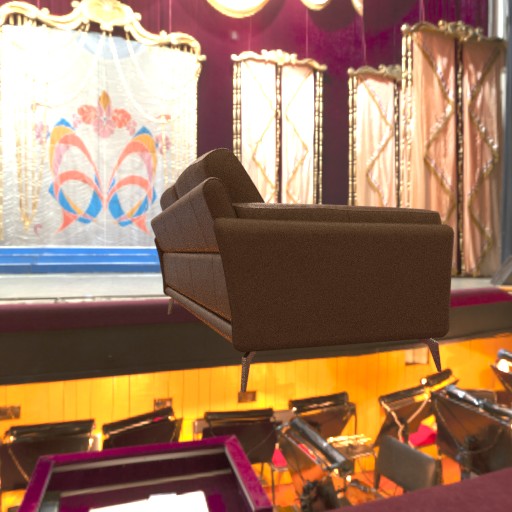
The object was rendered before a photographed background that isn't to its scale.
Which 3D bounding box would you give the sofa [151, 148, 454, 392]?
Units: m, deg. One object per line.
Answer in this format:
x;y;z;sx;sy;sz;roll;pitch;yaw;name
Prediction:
0.000;0.000;2.629;1.049;0.930;2.101;0;1;-18;sofa
